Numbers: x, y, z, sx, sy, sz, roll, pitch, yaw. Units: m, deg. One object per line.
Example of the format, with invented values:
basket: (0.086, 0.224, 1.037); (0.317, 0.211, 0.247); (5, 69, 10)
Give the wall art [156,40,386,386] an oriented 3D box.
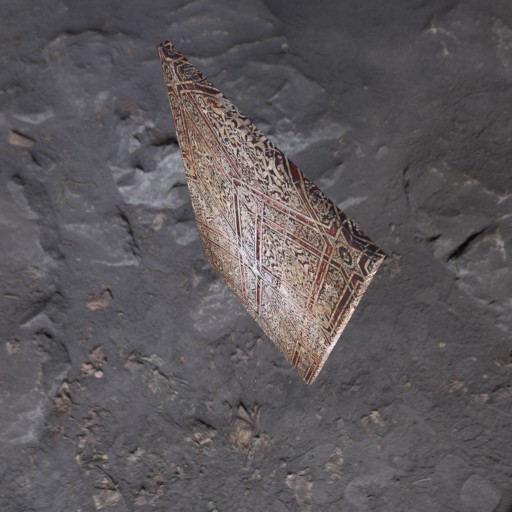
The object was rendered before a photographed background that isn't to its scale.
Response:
wall art: (0.000, 0.000, 0.769); (0.020, 0.599, 0.397); (-34, 68, -16)
